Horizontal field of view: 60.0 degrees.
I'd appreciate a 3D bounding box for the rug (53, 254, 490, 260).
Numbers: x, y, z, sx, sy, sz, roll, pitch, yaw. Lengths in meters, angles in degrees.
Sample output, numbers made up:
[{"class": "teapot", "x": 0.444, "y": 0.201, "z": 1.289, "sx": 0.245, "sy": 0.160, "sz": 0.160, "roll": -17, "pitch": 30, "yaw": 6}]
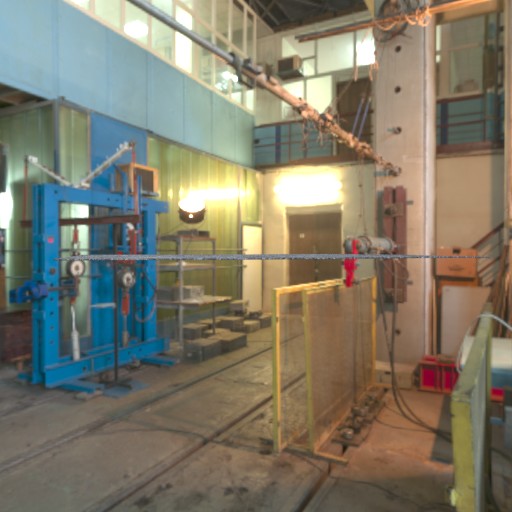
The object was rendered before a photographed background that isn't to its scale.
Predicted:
[{"class": "rug", "x": 0.000, "y": 0.000, "z": 5.292, "sx": 4.093, "sy": 0.020, "sz": 2.997, "roll": 0, "pitch": 1, "yaw": -18}]
